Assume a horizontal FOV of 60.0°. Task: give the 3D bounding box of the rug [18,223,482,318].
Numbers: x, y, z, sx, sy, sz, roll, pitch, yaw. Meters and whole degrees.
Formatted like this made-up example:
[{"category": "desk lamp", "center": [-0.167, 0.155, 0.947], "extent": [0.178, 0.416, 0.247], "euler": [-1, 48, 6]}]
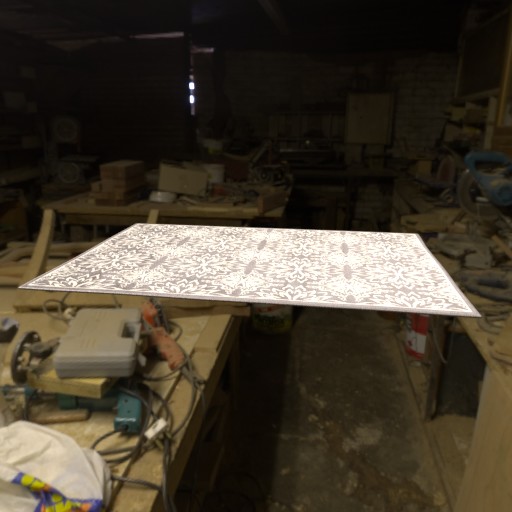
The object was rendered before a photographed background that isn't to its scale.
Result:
[{"category": "rug", "center": [0.000, 0.000, 2.315], "extent": [1.847, 0.012, 1.224], "euler": [3, 17, 9]}]
